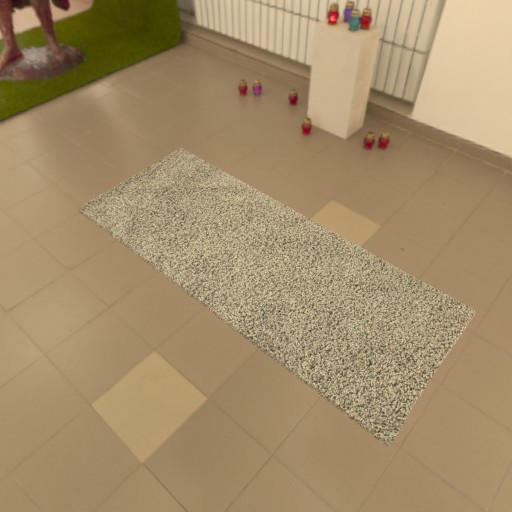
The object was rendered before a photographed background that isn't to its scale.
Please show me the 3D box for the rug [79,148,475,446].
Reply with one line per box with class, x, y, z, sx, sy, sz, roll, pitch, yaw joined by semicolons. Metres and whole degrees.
rug;0.000;0.000;1.742;1.524;0.030;0.609;33;55;26
